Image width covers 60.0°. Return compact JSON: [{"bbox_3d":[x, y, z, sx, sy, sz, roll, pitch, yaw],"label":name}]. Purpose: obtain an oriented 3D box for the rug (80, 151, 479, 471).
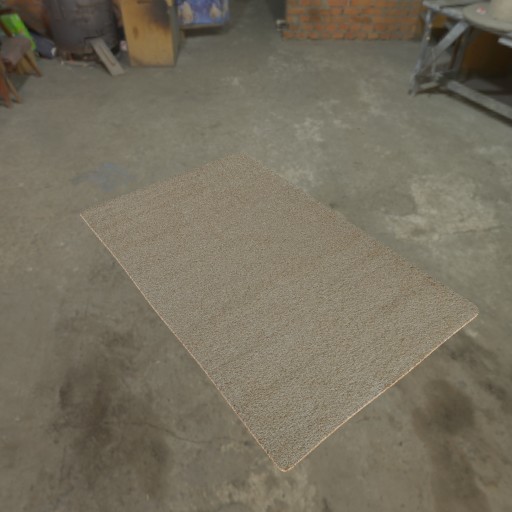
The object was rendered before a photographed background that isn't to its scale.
[{"bbox_3d":[0.000,0.000,2.917,1.500,0.026,2.349,-27,49,-27],"label":"rug"}]
